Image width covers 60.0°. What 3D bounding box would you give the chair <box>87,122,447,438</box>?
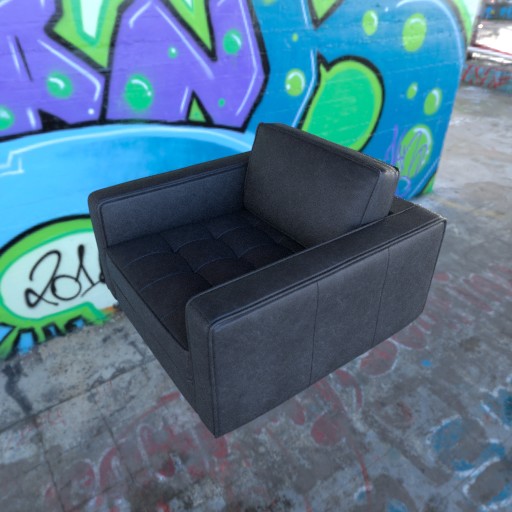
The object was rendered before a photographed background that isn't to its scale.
[{"bbox_3d":[0.000,0.000,1.606,0.914,0.763,0.889,-21,39,-29],"label":"chair"}]
